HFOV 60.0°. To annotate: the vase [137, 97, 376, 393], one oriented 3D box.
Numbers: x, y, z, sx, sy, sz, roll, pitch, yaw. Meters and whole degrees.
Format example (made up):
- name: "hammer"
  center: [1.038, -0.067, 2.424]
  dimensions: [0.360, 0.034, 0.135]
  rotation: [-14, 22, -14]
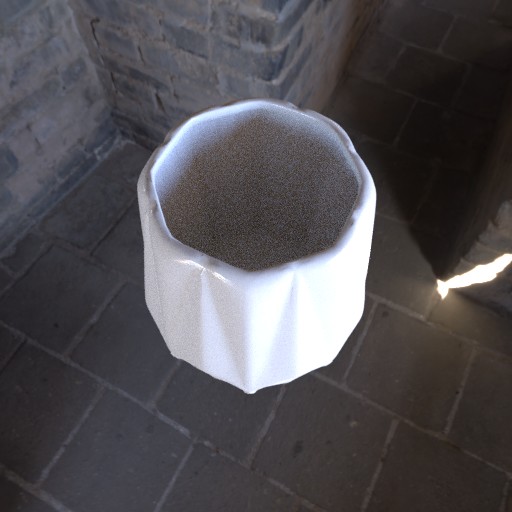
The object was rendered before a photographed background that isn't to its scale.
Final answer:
- name: "vase"
  center: [0.000, 0.000, 0.264]
  dimensions: [0.141, 0.152, 0.141]
  rotation: [0, 62, 0]
